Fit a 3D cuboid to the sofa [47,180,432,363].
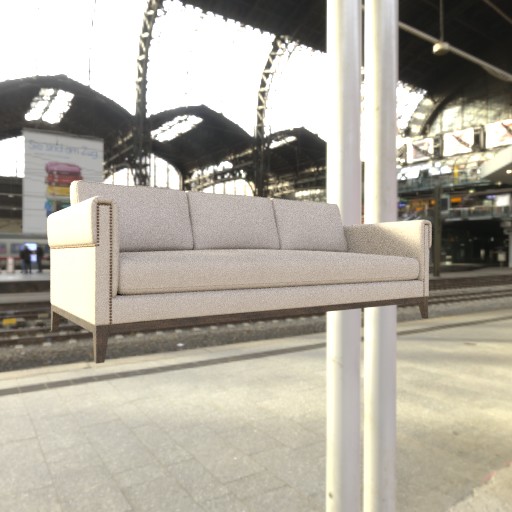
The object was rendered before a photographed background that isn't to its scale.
[{"bbox_3d":[0.000,0.000,2.729,2.210,0.838,0.959,0,0,-35],"label":"sofa"}]
